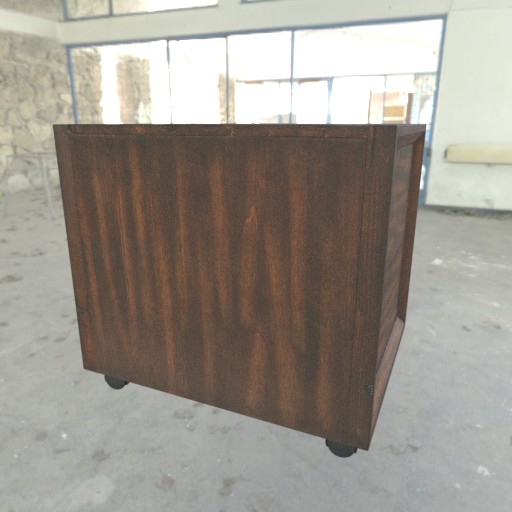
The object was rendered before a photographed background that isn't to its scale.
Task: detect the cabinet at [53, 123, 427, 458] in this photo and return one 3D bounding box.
[{"bbox_3d":[0.000,0.000,0.796,0.500,0.455,0.402,7,18,23],"label":"cabinet"}]
